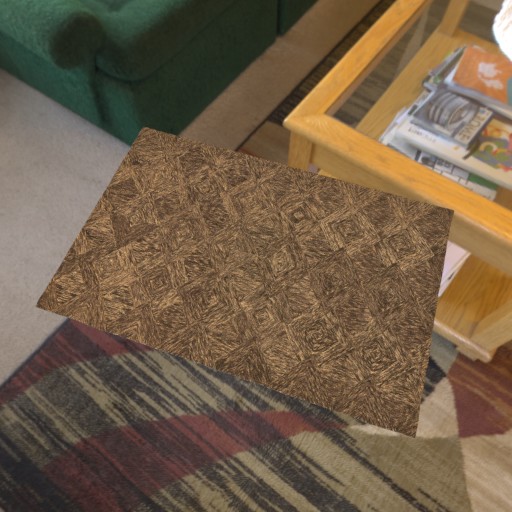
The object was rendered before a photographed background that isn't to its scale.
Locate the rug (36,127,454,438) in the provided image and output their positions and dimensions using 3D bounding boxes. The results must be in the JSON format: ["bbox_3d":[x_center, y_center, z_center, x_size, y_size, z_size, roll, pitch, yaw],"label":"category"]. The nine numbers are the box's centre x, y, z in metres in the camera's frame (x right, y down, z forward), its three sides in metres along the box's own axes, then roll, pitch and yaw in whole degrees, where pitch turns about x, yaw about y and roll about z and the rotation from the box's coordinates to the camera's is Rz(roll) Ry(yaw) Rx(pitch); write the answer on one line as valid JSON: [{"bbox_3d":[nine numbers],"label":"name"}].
[{"bbox_3d":[0.000,0.000,2.218,1.808,0.011,1.189,17,64,8],"label":"rug"}]
